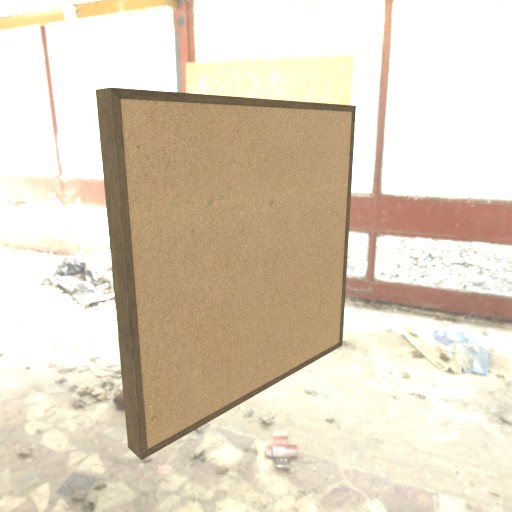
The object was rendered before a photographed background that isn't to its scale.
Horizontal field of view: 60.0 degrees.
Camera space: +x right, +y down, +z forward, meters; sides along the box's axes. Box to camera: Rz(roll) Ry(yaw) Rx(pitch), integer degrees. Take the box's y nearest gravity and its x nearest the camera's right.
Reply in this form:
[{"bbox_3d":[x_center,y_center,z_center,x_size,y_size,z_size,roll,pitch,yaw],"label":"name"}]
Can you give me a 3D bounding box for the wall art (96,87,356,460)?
[{"bbox_3d":[0.000,0.000,0.761,0.038,0.508,0.508,15,22,43],"label":"wall art"}]
